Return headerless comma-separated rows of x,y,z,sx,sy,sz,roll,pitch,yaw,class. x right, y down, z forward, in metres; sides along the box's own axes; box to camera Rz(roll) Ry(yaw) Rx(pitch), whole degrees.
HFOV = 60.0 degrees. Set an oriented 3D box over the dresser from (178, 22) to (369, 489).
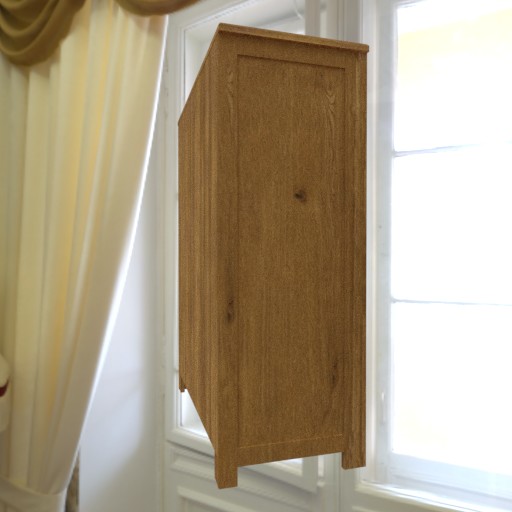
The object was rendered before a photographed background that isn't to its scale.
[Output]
0.000,0.000,1.944,0.558,1.431,1.081,0,1,-16,dresser
